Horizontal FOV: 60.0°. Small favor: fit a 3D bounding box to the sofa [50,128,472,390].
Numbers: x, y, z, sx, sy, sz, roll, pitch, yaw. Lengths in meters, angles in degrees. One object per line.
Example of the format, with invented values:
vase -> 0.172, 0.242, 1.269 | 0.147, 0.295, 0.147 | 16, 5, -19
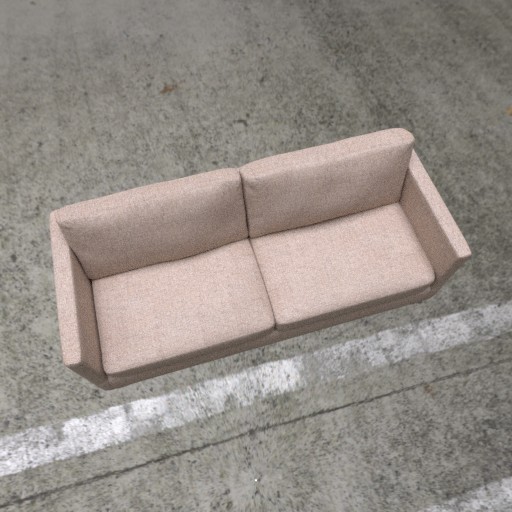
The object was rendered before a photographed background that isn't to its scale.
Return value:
sofa -> 0.000, 0.000, 2.689 | 2.208, 0.965, 0.951 | -15, 64, -7
